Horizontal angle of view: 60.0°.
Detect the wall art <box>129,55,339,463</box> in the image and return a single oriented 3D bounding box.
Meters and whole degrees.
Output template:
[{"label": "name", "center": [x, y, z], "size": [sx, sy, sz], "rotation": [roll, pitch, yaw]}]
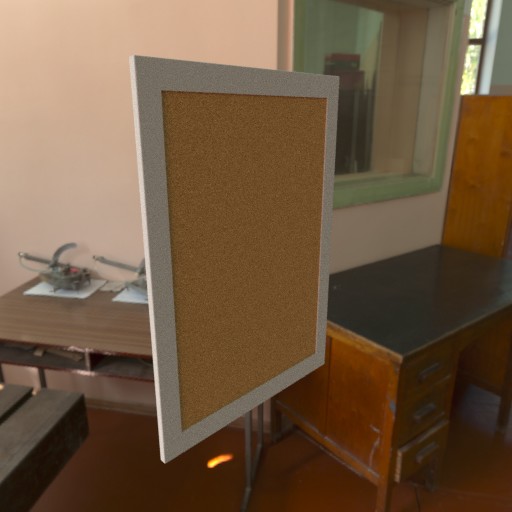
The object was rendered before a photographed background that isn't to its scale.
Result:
[{"label": "wall art", "center": [0.000, 0.000, 0.675], "size": [0.012, 0.529, 0.374], "rotation": [17, 24, 42]}]
